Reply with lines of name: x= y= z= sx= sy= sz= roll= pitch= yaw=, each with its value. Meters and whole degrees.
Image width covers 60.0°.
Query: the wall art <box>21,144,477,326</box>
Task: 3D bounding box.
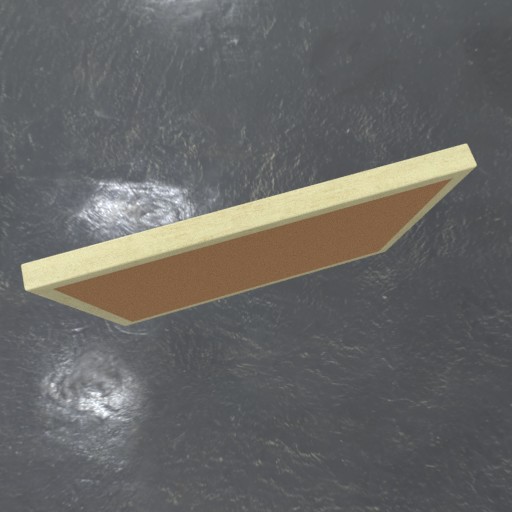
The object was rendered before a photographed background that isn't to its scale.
wall art: x=0.000 y=0.000 z=0.690 sx=0.533 sy=0.381 sz=0.032 roll=-16 pitch=76 yaw=-4
